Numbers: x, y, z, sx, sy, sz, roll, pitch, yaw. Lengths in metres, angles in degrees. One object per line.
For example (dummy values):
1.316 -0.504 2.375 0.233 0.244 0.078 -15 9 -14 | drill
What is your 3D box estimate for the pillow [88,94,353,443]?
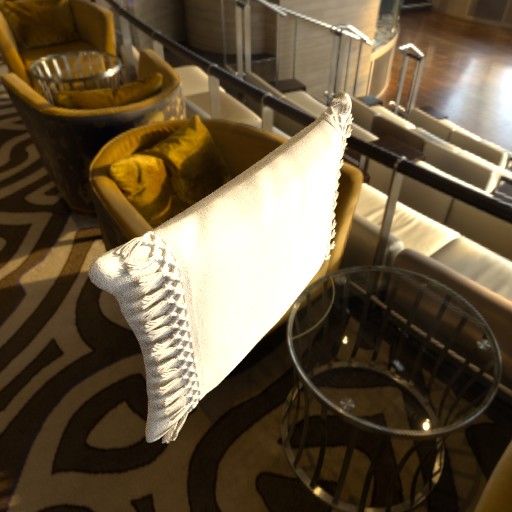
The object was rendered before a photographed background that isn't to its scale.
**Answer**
0.000 0.000 0.598 0.084 0.305 0.466 25 47 26 | pillow
